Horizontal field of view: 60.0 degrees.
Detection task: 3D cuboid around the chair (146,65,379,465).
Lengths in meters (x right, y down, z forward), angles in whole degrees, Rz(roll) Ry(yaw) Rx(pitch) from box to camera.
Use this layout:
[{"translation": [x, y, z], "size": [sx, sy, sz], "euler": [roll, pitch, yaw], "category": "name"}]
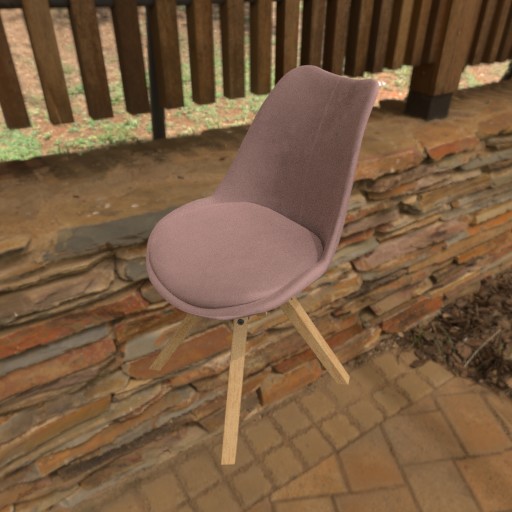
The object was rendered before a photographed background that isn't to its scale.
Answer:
[{"translation": [0.000, 0.000, 1.156], "size": [0.550, 0.850, 0.485], "euler": [-23, 39, -31], "category": "chair"}]
